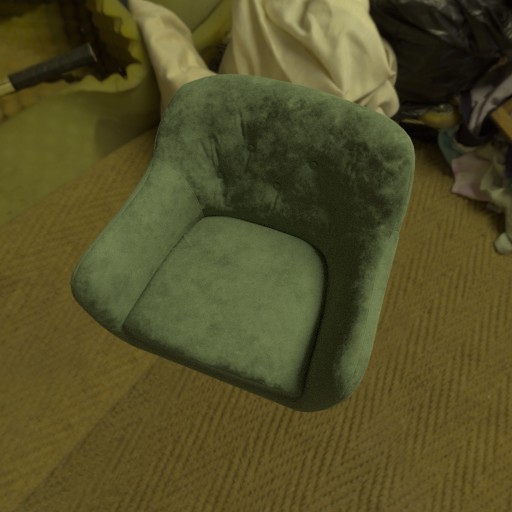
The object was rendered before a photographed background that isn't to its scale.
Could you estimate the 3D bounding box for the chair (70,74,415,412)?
[{"bbox_3d":[0.000,0.000,1.488,0.840,0.804,0.819,19,60,11],"label":"chair"}]
